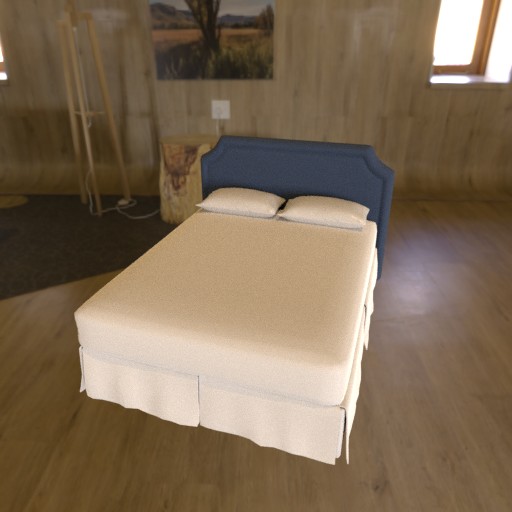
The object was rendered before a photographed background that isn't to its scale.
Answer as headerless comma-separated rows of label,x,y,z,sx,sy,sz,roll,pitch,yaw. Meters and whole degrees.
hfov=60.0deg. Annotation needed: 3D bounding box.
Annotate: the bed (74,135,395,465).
bed,0.000,0.000,3.341,1.831,1.297,2.260,8,28,16
